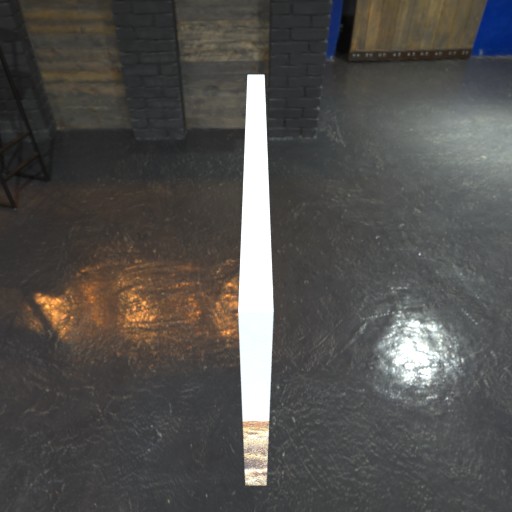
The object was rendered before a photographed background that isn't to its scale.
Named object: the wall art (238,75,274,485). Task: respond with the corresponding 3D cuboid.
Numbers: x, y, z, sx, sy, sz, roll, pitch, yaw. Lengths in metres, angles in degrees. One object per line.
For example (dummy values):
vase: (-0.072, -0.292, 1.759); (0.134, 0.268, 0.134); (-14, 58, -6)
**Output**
wall art: (0.000, 0.000, 1.164); (0.050, 0.610, 0.914); (0, 42, 0)
